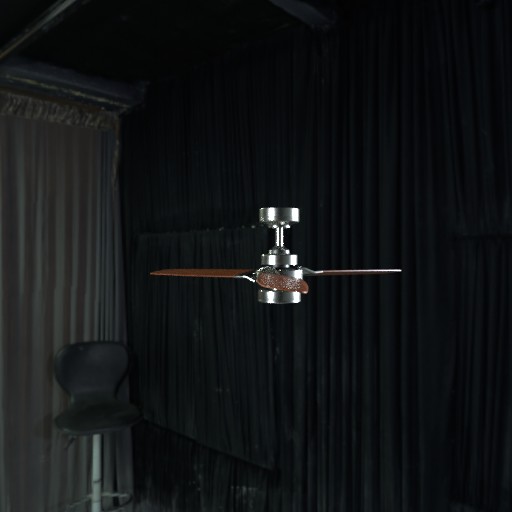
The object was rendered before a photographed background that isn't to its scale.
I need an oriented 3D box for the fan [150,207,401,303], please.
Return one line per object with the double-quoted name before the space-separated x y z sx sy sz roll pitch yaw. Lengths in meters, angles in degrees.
"fan" 0.000 0.000 2.059 1.271 0.410 1.416 0 0 36
